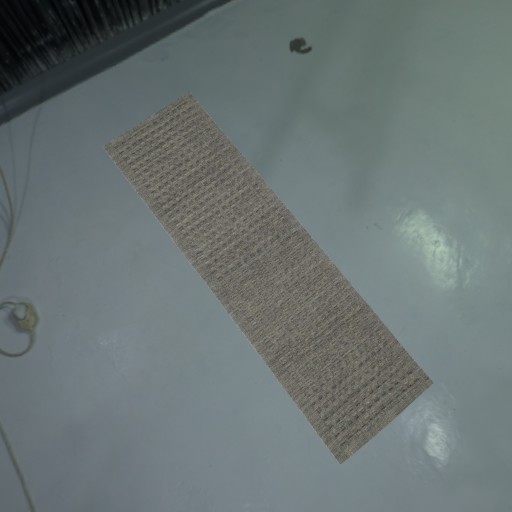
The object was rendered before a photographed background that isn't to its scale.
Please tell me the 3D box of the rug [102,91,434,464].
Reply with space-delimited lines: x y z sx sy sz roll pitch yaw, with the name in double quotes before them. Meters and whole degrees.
"rug" 0.000 0.000 2.737 0.706 0.009 2.443 -36 77 -10
